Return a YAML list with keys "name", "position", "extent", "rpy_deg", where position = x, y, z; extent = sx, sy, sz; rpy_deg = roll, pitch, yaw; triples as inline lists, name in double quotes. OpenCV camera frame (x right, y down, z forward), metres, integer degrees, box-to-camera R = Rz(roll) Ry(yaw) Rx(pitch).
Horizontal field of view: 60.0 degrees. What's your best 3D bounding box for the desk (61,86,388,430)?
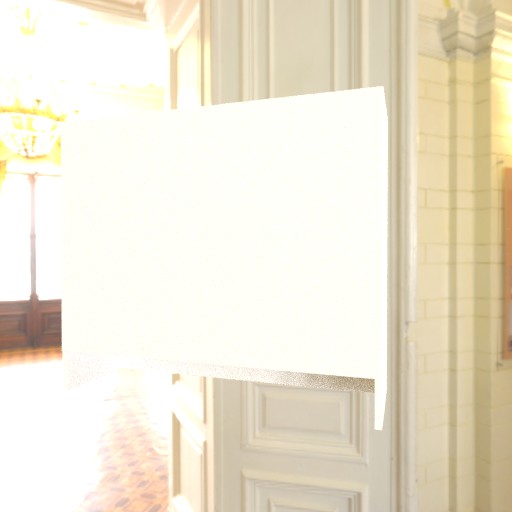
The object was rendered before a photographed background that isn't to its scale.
- name: "desk"
  position: [0.000, 0.000, 1.638]
  extent: [0.940, 0.818, 0.926]
  rpy_deg: [0, 1, 18]
